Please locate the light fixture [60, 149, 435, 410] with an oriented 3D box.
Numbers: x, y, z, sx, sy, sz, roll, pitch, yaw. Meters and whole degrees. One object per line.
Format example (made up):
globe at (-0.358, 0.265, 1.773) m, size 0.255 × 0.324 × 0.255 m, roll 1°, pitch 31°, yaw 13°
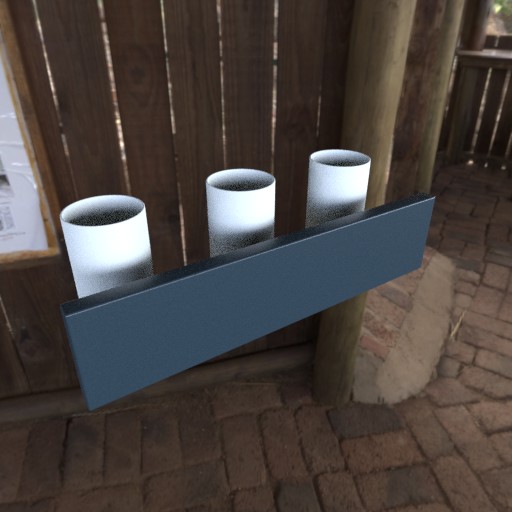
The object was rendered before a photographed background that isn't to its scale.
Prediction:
light fixture at (0.000, 0.000, 0.528) m, size 0.451 × 0.172 × 0.145 m, roll -18°, pitch 34°, yaw -29°
